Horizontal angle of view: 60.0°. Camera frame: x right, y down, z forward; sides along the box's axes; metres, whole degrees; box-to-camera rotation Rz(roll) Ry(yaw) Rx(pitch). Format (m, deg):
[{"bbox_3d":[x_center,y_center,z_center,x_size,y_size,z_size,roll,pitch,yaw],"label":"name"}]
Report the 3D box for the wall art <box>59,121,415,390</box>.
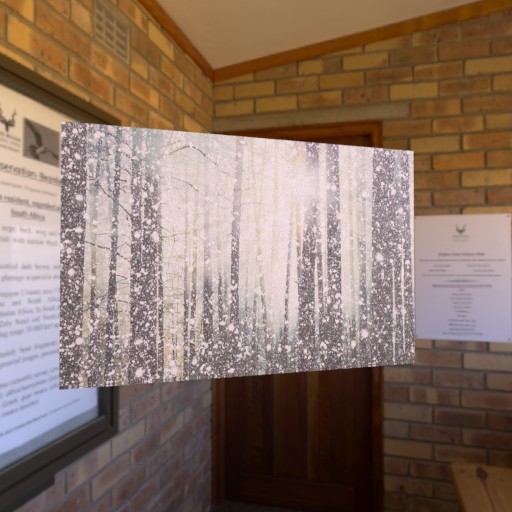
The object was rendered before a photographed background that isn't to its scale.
[{"bbox_3d":[0.000,0.000,1.134,0.919,0.598,0.038,0,-1,-16],"label":"wall art"}]
